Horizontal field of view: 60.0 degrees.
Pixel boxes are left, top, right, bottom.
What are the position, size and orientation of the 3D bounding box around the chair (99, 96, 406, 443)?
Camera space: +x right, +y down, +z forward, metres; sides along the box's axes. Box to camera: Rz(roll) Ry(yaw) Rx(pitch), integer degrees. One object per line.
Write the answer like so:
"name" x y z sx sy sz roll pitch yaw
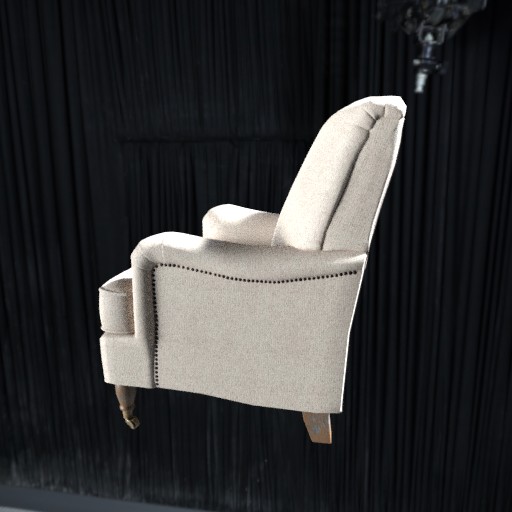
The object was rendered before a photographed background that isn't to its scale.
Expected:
"chair" 0.000 0.000 1.744 0.953 1.119 0.879 2 13 10
